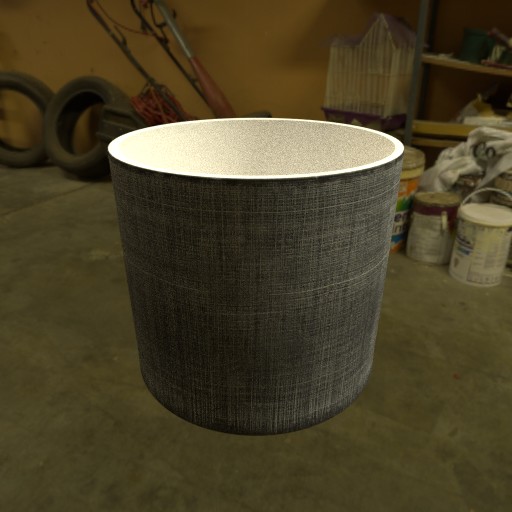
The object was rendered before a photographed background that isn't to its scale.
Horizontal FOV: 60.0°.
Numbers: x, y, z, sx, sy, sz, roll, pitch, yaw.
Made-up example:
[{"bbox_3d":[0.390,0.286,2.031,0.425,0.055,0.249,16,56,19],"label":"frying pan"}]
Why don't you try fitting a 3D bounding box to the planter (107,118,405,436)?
[{"bbox_3d":[0.000,0.000,0.388,0.221,0.201,0.221,0,26,0],"label":"planter"}]
